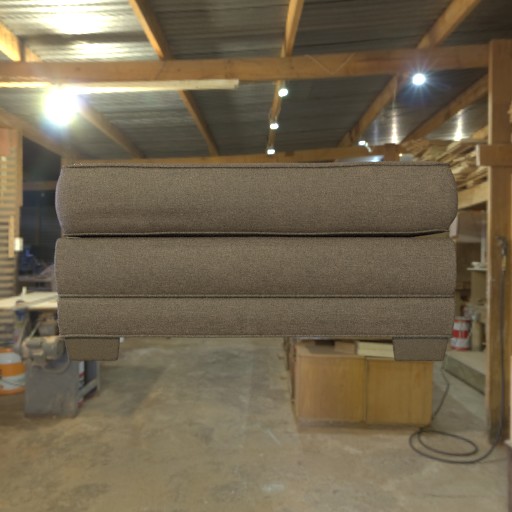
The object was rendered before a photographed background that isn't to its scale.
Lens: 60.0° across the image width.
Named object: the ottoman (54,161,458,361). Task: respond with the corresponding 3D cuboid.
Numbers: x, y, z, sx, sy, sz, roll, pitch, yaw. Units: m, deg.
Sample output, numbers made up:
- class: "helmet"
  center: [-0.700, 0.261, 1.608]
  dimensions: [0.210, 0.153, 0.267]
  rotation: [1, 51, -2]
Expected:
- class: "ottoman"
  center: [0.000, 0.000, 1.151]
  dimensions: [0.864, 0.448, 0.490]
  rotation: [0, 0, 0]
